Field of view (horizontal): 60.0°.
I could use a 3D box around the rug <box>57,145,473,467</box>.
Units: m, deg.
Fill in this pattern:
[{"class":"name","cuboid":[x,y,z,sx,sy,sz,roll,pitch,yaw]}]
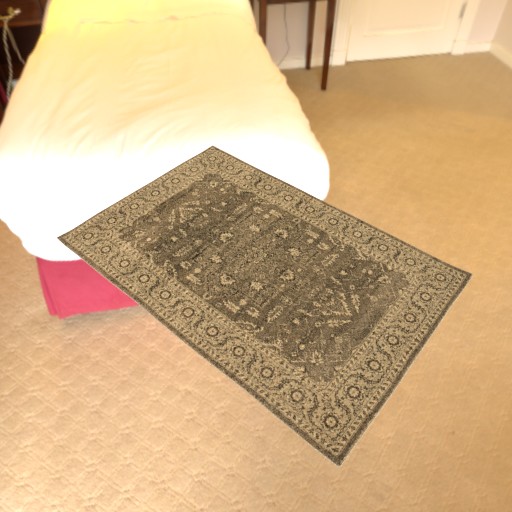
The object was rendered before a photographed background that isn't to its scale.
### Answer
[{"class":"rug","cuboid":[0.000,0.000,2.308,1.828,0.019,1.209,32,54,27]}]
